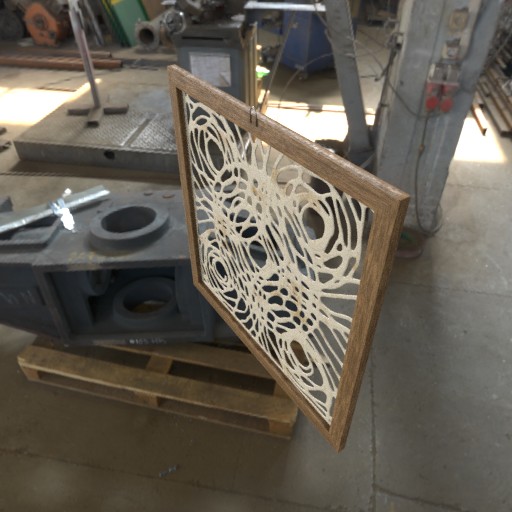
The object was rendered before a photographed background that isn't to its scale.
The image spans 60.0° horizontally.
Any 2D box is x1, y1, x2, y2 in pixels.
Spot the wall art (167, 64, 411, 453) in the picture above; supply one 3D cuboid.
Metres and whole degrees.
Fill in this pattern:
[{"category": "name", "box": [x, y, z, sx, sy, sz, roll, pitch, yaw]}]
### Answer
[{"category": "wall art", "box": [0.000, 0.000, 0.828, 0.021, 0.576, 0.561, -24, 46, -26]}]
